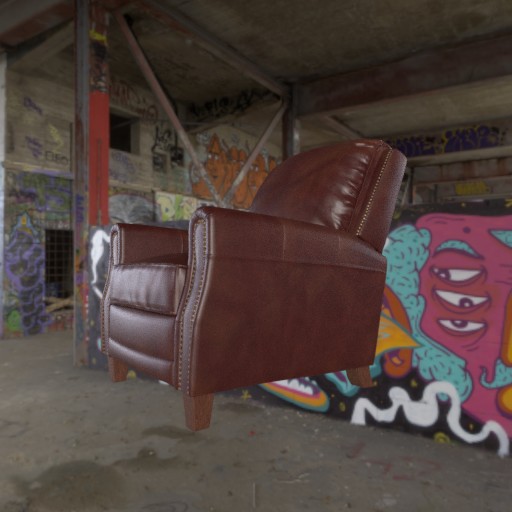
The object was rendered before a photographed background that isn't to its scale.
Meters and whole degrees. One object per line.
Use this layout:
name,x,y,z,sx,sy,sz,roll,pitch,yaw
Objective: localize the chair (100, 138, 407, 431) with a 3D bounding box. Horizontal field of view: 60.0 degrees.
chair,0.000,0.000,1.833,1.089,1.022,0.826,1,-1,-37
